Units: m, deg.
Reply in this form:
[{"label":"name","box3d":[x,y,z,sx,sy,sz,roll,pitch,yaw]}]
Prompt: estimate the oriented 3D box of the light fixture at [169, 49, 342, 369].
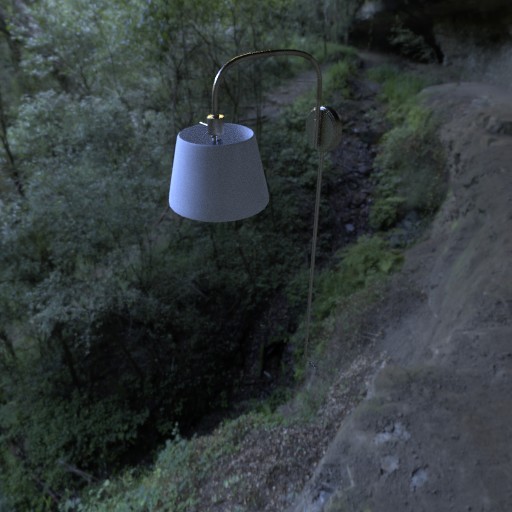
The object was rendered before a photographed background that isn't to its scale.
[{"label":"light fixture","box3d":[0.000,0.000,0.473,0.176,0.399,0.092,-21,38,-30]}]
